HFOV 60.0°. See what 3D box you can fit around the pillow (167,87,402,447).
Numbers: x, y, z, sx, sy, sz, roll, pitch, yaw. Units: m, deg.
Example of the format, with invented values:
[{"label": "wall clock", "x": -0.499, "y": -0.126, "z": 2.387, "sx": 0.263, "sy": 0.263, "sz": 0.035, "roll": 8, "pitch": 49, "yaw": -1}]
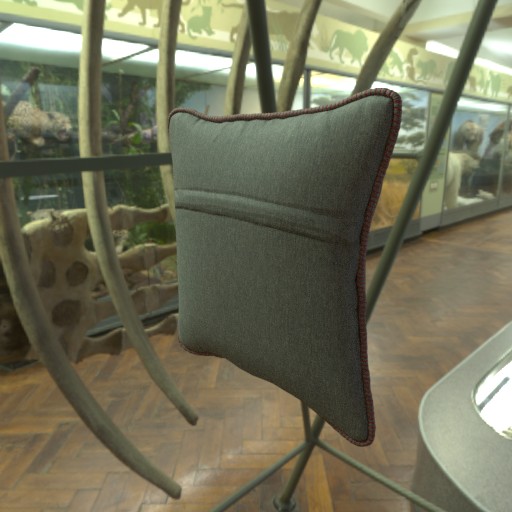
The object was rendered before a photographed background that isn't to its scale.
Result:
[{"label": "pillow", "x": 0.000, "y": 0.000, "z": 0.733, "sx": 0.124, "sy": 0.491, "sz": 0.482, "roll": -13, "pitch": 20, "yaw": -42}]
